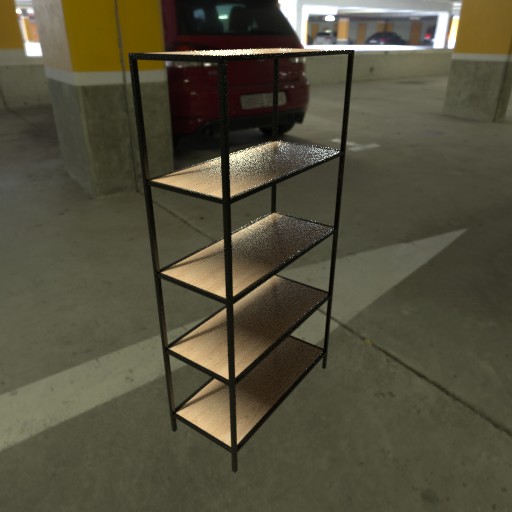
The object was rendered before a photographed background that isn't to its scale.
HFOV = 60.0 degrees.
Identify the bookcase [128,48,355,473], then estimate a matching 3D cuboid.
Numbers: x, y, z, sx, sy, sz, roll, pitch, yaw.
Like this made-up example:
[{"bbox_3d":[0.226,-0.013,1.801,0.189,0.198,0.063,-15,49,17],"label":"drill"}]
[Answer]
[{"bbox_3d":[0.000,0.000,1.786,0.350,1.500,0.770,18,31,32],"label":"bookcase"}]
